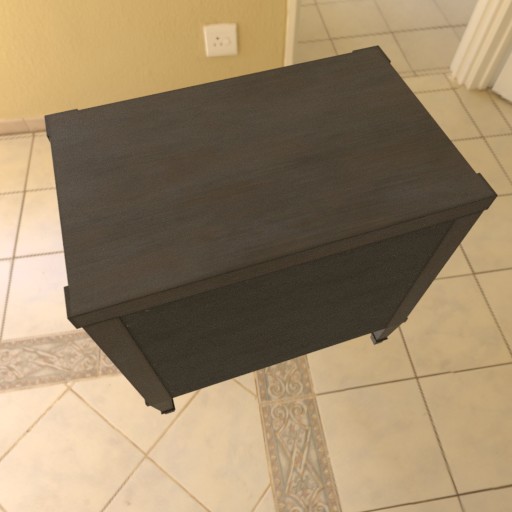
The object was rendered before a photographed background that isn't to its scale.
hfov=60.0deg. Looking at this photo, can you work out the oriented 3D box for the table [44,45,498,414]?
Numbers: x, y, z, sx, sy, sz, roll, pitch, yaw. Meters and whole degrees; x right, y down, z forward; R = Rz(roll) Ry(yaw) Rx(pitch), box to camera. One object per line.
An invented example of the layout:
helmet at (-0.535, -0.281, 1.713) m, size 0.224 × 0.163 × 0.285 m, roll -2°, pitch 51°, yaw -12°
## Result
table at (0.000, 0.000, 1.020) m, size 0.660 × 0.660 × 0.413 m, roll -16°, pitch 60°, yaw -9°
